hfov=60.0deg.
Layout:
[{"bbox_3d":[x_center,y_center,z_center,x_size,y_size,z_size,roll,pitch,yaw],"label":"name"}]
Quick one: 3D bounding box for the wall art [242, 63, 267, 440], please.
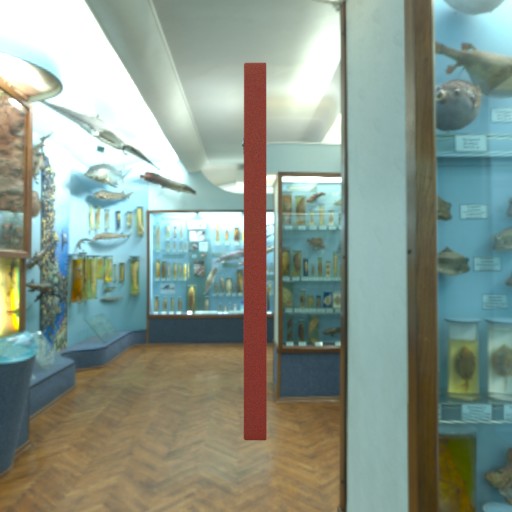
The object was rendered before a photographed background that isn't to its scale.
[{"bbox_3d":[0.000,0.000,1.165,0.040,0.609,0.913,0,-1,0],"label":"wall art"}]
